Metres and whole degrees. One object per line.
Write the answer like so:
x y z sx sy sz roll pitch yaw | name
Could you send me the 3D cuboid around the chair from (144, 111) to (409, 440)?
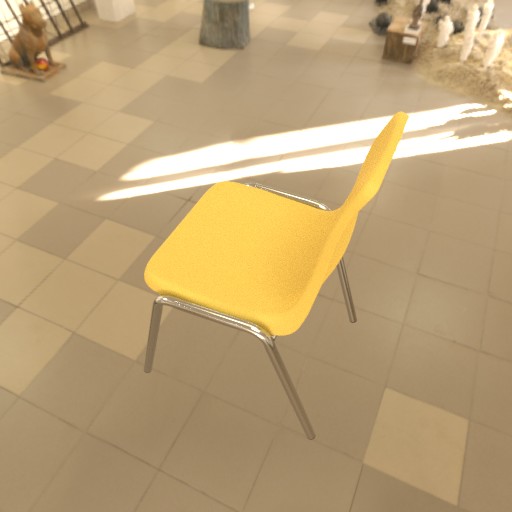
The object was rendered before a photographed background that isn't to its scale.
0.000 0.000 0.900 0.436 0.653 0.381 18 50 16 | chair
